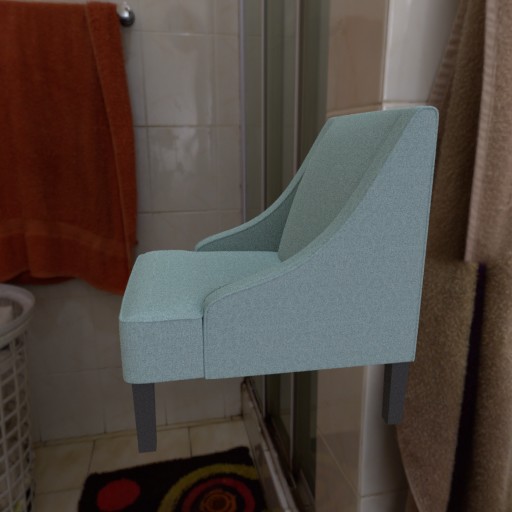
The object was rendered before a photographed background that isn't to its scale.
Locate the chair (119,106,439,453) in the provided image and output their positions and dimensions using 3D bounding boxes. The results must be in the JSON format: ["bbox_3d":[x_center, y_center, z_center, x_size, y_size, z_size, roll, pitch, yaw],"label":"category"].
[{"bbox_3d":[0.000,0.000,1.823,1.025,1.133,0.857,-3,15,-9],"label":"chair"}]
